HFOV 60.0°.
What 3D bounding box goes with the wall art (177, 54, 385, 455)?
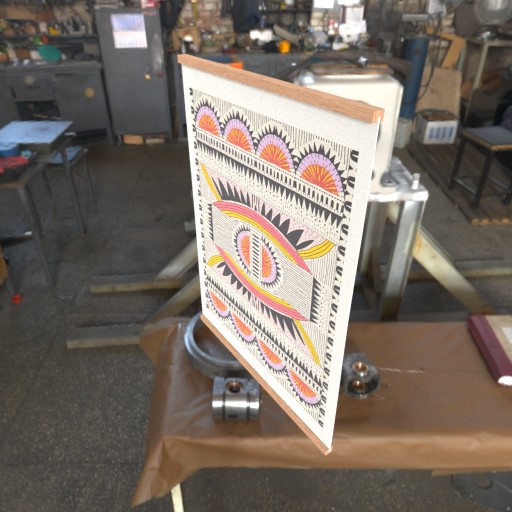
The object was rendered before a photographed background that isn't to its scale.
[{"bbox_3d":[0.000,0.000,1.322,0.028,1.016,0.765,-21,38,-29],"label":"wall art"}]
